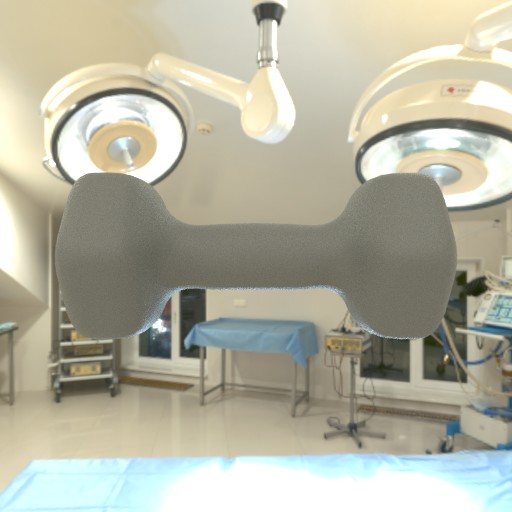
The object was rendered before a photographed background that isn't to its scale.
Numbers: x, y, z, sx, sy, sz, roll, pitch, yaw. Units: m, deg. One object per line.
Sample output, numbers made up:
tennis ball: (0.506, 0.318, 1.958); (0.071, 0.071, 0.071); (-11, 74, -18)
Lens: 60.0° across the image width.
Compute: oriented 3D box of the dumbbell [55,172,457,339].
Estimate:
dumbbell: (0.000, 0.000, 0.228); (0.184, 0.081, 0.090); (0, 0, 0)
